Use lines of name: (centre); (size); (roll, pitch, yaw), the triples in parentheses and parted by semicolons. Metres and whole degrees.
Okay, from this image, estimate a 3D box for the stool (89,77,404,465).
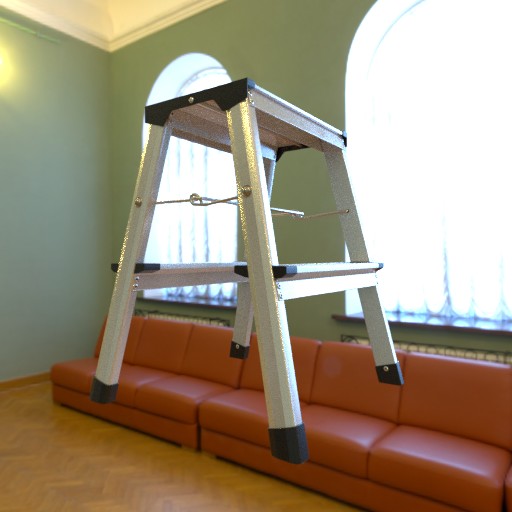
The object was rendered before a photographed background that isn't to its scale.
stool: (0.000, 0.000, 0.787); (0.405, 0.480, 0.404); (0, 0, 35)
